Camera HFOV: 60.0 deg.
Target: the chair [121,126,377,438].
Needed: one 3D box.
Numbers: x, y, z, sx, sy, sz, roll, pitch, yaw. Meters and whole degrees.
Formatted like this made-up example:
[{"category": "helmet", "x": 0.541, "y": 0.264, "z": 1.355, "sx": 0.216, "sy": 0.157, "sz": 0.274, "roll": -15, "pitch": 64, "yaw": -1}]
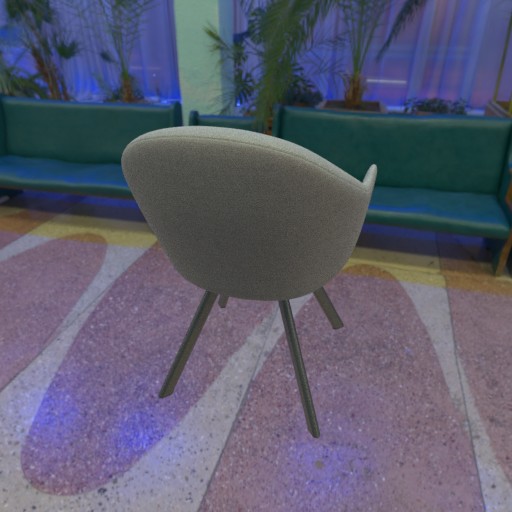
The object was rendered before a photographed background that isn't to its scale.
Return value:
[{"category": "chair", "x": 0.000, "y": 0.000, "z": 1.158, "sx": 0.540, "sy": 0.780, "sz": 0.570, "roll": 9, "pitch": 31, "yaw": 15}]
